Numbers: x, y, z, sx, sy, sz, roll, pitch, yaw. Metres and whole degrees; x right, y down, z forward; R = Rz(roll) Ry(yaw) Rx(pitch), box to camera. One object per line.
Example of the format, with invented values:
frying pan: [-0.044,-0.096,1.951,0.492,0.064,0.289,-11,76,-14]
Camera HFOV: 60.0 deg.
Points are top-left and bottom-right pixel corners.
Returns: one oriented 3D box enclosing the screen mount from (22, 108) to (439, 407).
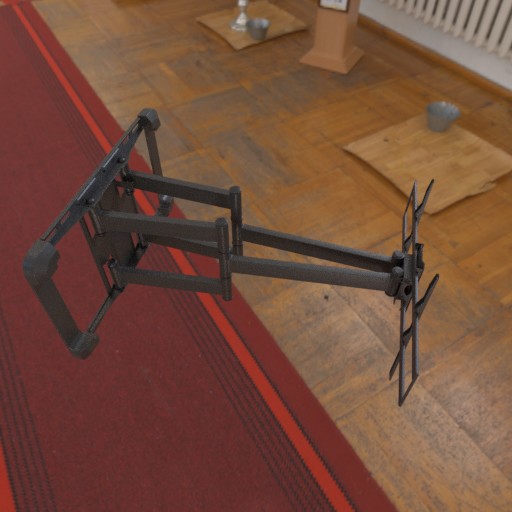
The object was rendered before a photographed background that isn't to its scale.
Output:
screen mount: [0.000,0.000,1.317,0.905,0.483,0.725,10,48,9]
